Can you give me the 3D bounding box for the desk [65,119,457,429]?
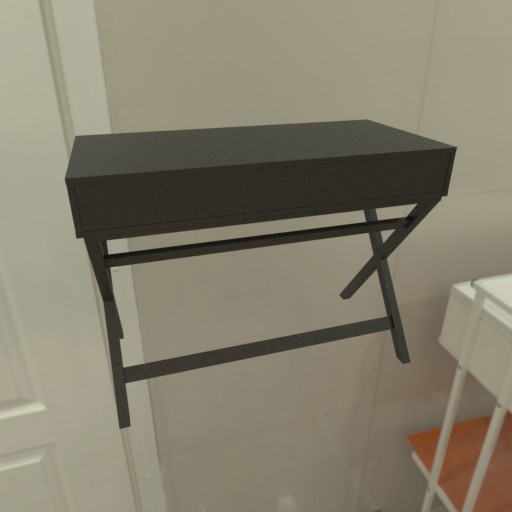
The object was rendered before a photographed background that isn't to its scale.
[{"bbox_3d":[0.000,0.000,1.523,1.057,0.780,0.504,-8,27,-16],"label":"desk"}]
